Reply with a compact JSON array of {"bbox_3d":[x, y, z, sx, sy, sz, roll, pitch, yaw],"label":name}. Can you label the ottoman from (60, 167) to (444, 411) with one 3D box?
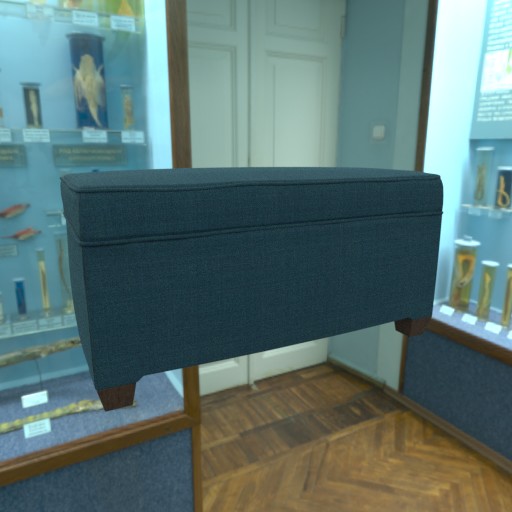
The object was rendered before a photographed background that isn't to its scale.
[{"bbox_3d":[0.000,0.000,1.216,0.943,0.474,0.474,-7,15,-26],"label":"ottoman"}]
